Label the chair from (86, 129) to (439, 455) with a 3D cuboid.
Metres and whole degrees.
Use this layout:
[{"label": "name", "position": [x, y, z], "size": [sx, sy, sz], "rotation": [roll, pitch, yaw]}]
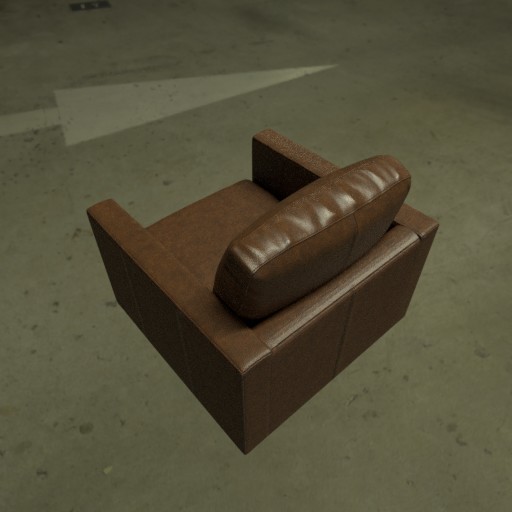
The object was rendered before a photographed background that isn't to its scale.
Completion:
[{"label": "chair", "position": [0.000, 0.000, 1.697], "size": [0.890, 0.956, 0.909], "rotation": [-31, 52, -28]}]
